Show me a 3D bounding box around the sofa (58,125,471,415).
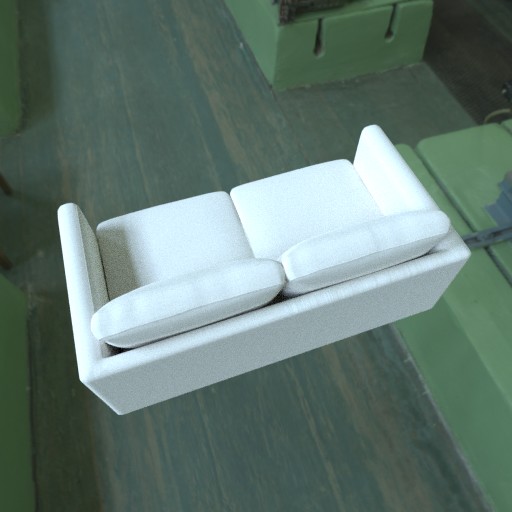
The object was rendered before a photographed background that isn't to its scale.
[{"bbox_3d":[0.000,0.000,2.240,1.713,0.893,0.940,-16,59,-10],"label":"sofa"}]
